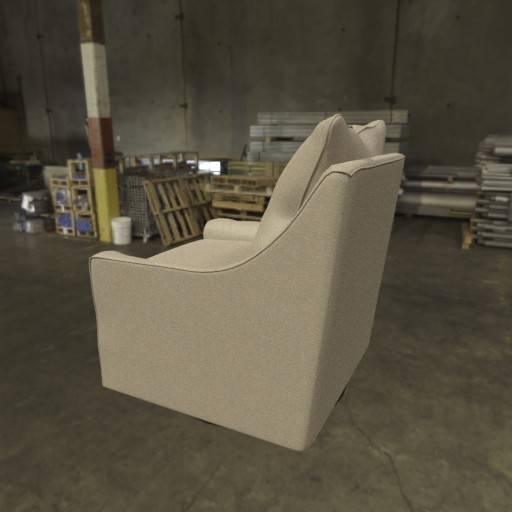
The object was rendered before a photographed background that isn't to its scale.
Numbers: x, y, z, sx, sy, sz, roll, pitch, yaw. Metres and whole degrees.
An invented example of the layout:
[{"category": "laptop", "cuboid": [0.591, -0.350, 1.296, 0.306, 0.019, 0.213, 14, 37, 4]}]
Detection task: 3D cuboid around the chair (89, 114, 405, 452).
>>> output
[{"category": "chair", "cuboid": [0.000, 0.000, 1.596, 0.876, 0.942, 0.760, 8, 17, 26]}]
